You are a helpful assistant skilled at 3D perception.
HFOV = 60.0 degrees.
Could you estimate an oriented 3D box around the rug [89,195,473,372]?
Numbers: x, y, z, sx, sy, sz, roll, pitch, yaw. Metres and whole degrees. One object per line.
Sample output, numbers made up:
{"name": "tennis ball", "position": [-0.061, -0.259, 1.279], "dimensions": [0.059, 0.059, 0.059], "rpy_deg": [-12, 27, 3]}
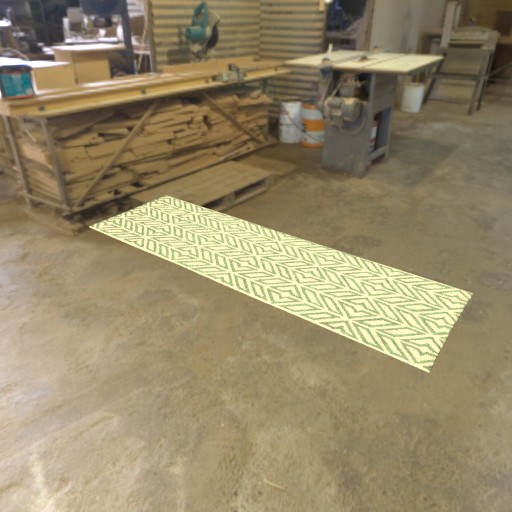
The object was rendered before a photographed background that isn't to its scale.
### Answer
{"name": "rug", "position": [0.000, 0.000, 2.817], "dimensions": [2.435, 0.009, 0.750], "rpy_deg": [20, 35, 31]}
